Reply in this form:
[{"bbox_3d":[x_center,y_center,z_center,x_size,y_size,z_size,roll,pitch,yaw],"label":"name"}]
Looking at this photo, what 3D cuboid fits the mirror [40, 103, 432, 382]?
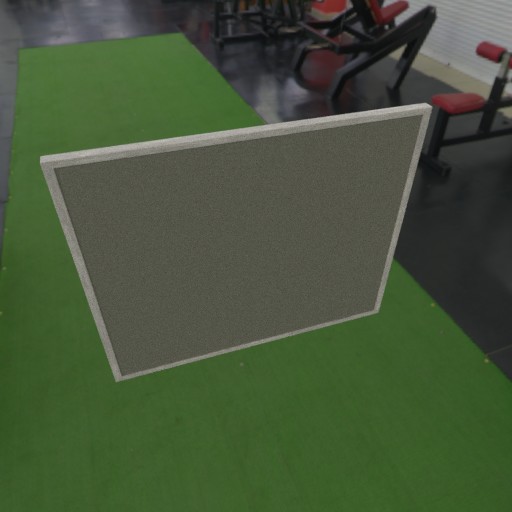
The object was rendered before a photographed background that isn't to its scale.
[{"bbox_3d":[0.000,0.000,1.137,0.839,0.689,0.028,-12,42,-14],"label":"mirror"}]
